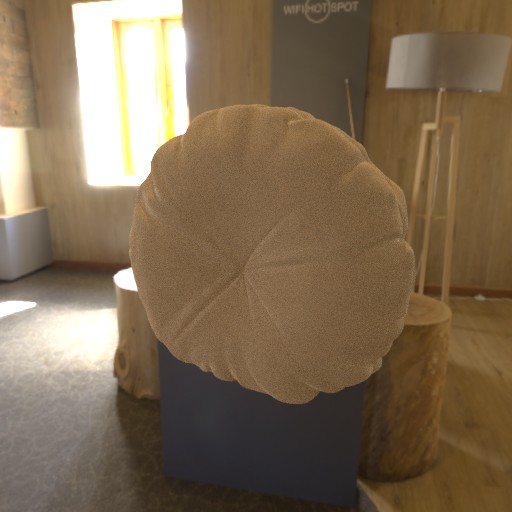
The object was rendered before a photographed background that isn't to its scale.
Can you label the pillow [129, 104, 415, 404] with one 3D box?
[{"bbox_3d":[0.000,0.000,0.628,0.428,0.407,0.148,8,18,25],"label":"pillow"}]
